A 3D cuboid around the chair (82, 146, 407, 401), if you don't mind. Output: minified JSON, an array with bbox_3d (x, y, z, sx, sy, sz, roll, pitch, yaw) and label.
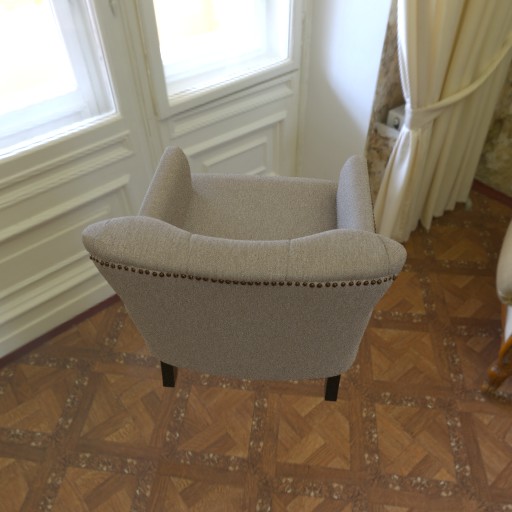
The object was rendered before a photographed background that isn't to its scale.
[{"bbox_3d":[0.000,0.000,1.479,0.737,0.823,0.902,4,45,4],"label":"chair"}]
